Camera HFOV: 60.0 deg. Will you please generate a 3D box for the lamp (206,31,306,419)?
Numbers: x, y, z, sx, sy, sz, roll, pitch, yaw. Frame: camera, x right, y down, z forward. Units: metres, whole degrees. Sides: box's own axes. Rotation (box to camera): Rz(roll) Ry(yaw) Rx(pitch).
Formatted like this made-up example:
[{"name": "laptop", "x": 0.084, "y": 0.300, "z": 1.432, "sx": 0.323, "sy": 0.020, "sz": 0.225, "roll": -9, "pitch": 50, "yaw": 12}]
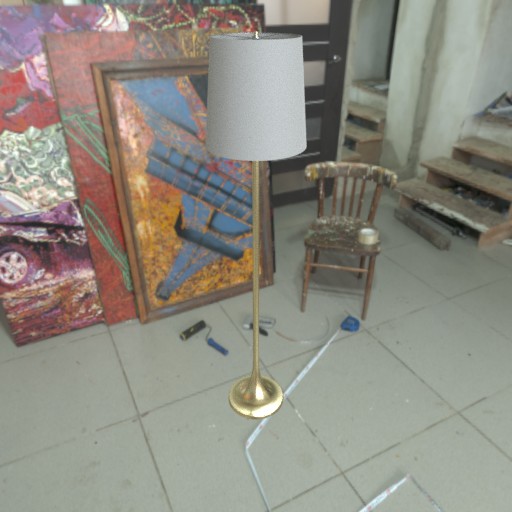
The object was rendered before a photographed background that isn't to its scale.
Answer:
[{"name": "lamp", "x": 0.000, "y": 0.000, "z": 1.705, "sx": 0.337, "sy": 1.543, "sz": 0.337, "roll": 0, "pitch": 30, "yaw": 0}]
